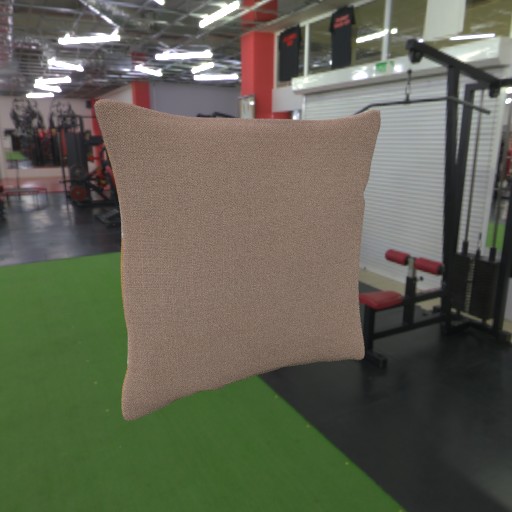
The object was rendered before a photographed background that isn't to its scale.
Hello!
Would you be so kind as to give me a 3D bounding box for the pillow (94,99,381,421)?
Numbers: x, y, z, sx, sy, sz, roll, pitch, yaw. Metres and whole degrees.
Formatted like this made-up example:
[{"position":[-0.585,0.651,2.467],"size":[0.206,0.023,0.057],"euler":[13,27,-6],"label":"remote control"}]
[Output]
[{"position":[0.000,0.000,0.742],"size":[0.478,0.479,0.158],"euler":[-7,16,-26],"label":"pillow"}]
